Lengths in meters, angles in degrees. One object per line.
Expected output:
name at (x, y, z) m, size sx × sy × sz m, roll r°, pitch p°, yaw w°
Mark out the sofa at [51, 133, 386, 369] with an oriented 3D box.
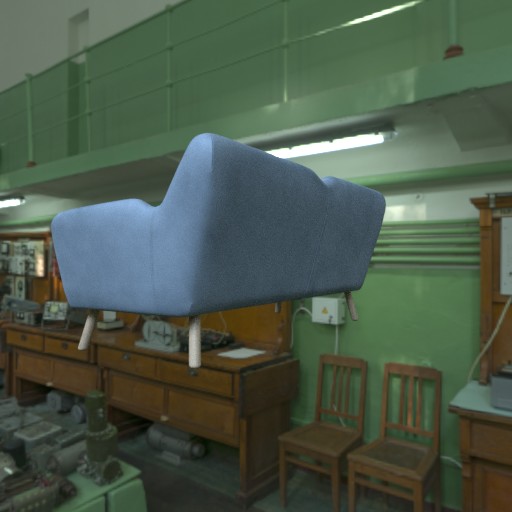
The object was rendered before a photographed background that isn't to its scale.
sofa at (0.000, 0.000, 2.337) m, size 0.850 × 0.810 × 1.870 m, roll 0°, pitch 0°, yaw 35°
